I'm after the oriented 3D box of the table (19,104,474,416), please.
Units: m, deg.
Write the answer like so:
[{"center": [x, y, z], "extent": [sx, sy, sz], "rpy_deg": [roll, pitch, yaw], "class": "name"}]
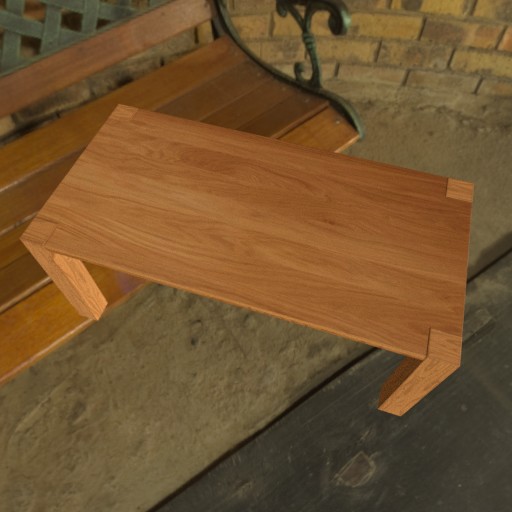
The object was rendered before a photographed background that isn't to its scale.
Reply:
[{"center": [0.000, 0.000, 2.260], "extent": [1.800, 0.760, 0.900], "rpy_deg": [15, 59, 9], "class": "table"}]
